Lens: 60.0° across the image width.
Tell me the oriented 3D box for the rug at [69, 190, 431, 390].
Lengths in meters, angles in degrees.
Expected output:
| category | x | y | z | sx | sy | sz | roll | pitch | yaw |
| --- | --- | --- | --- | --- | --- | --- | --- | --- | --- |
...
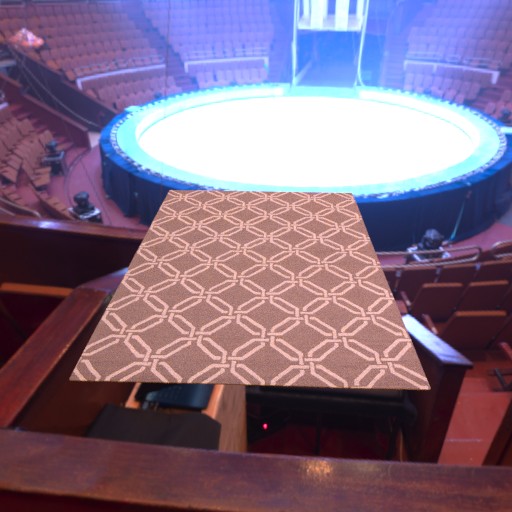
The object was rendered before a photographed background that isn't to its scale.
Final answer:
| category | x | y | z | sx | sy | sz | roll | pitch | yaw |
| --- | --- | --- | --- | --- | --- | --- | --- | --- | --- |
| rug | 0.000 | 0.000 | 4.447 | 2.441 | 0.020 | 3.419 | 1 | 30 | 2 |
